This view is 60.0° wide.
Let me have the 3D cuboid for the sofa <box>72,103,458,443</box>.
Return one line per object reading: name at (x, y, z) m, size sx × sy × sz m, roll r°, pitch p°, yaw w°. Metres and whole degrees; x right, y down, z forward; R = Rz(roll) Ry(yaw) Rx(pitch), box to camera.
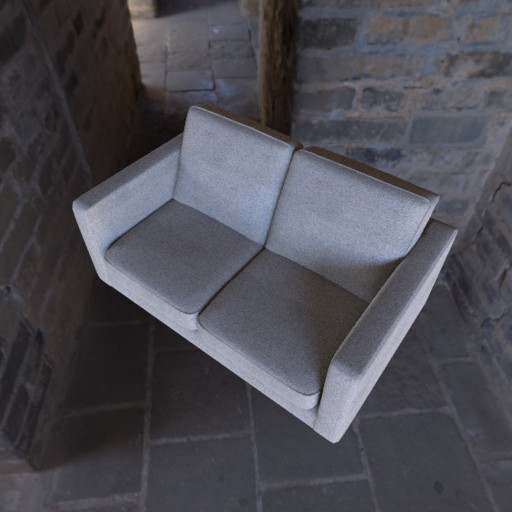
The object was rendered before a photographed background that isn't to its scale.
sofa at (0.000, 0.000, 2.199) m, size 1.527 × 0.973 × 0.969 m, roll 29°, pitch 53°, yaw 24°
